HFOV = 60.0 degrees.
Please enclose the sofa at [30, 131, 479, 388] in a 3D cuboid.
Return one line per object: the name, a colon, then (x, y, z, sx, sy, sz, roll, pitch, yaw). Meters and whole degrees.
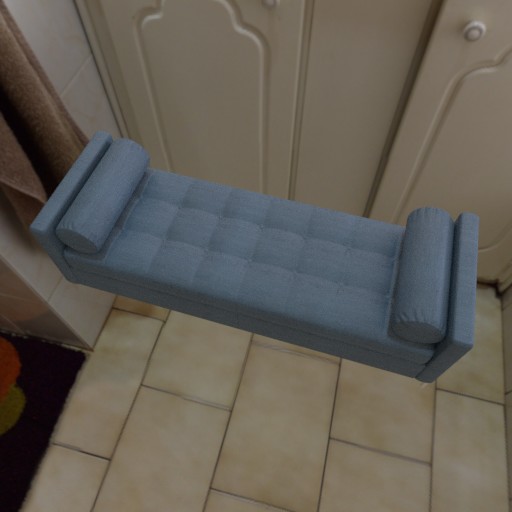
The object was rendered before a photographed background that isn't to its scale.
sofa: (0.000, 0.000, 2.299, 1.981, 0.635, 0.686, 14, 59, 9)
